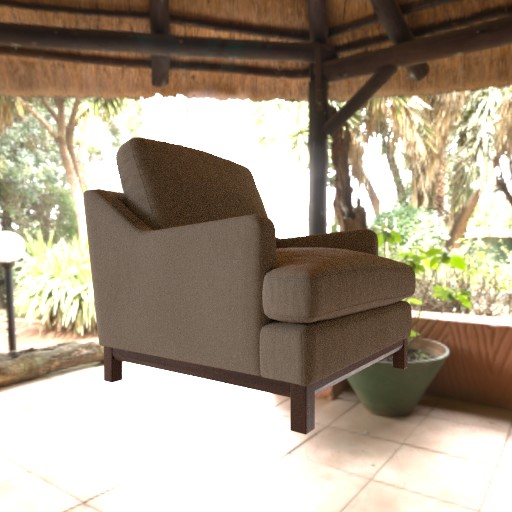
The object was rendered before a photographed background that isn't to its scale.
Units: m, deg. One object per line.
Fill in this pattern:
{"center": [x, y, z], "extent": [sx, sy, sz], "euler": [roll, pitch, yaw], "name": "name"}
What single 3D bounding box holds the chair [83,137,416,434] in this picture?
{"center": [0.000, 0.000, 1.748], "extent": [1.001, 0.916, 0.912], "euler": [0, 0, 36], "name": "chair"}
